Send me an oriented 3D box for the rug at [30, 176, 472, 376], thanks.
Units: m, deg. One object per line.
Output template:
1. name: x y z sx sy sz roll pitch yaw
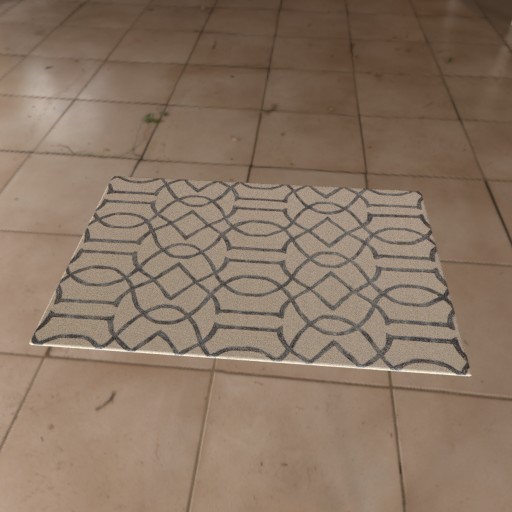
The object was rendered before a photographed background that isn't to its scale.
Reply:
1. rug: 0.000 0.000 2.873 2.365 0.017 1.521 3 47 3
